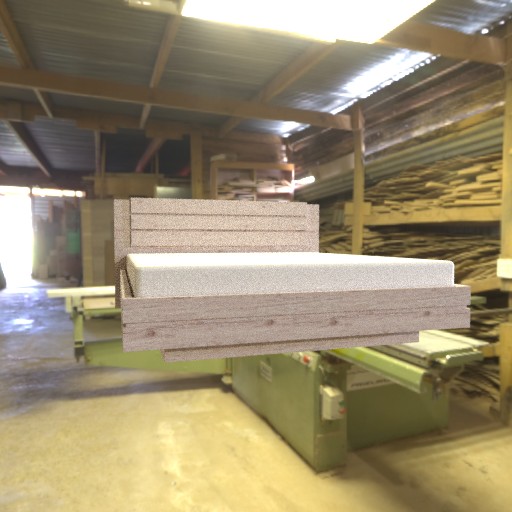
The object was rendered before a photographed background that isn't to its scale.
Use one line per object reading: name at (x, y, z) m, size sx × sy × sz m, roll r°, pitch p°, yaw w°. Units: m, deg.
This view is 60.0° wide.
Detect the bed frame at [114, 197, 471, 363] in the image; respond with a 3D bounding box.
bed frame at (0.000, 0.000, 3.184) m, size 1.950 × 0.970 × 2.080 m, roll -1°, pitch 2°, yaw -17°
